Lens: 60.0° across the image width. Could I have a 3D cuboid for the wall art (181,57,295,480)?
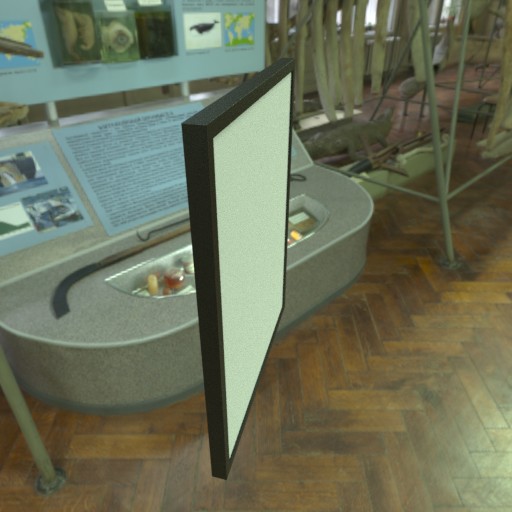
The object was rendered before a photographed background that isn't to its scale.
[{"bbox_3d":[0.000,0.000,0.531,0.018,0.397,0.325,8,32,13],"label":"wall art"}]
